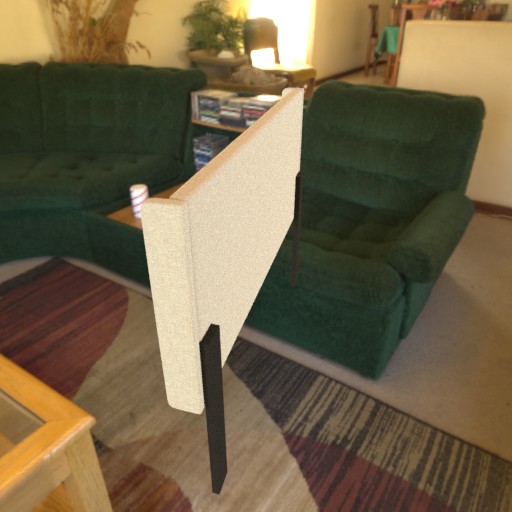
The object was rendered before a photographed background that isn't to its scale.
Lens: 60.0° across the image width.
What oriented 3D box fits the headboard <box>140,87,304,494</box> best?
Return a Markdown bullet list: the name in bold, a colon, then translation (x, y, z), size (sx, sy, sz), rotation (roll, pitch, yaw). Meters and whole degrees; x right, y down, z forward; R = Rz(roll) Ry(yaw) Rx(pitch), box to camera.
- **headboard**: translation (0.000, 0.000, 2.580), size (0.184, 1.524, 2.051), rotation (8, 31, 13)
